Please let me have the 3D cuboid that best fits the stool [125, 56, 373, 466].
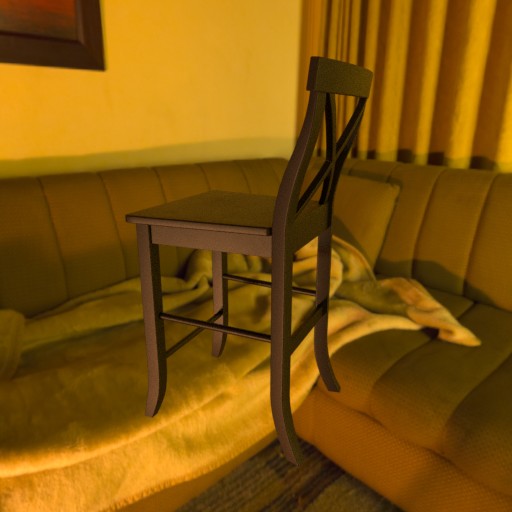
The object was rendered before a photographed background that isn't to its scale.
[{"bbox_3d":[0.000,0.000,1.276,0.559,0.989,0.452,8,20,25],"label":"stool"}]
